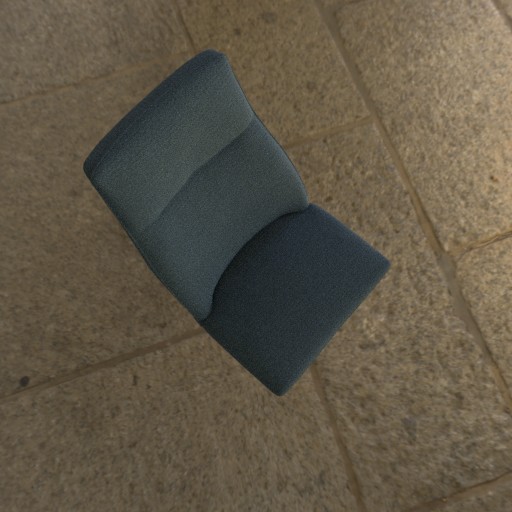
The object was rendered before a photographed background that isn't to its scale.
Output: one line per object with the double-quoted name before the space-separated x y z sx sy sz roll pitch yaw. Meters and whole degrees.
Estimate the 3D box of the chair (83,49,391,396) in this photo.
"chair" 0.000 0.000 1.256 0.620 0.930 0.500 41 79 10
